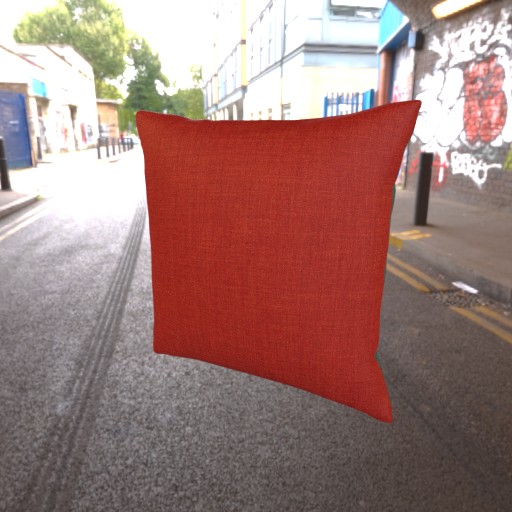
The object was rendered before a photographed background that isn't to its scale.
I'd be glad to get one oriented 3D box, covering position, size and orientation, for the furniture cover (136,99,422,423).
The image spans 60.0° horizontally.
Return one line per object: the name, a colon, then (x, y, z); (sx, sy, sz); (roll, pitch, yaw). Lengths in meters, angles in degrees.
furniture cover: (0.000, 0.000, 0.787); (0.517, 0.508, 0.158); (8, 17, 27)
